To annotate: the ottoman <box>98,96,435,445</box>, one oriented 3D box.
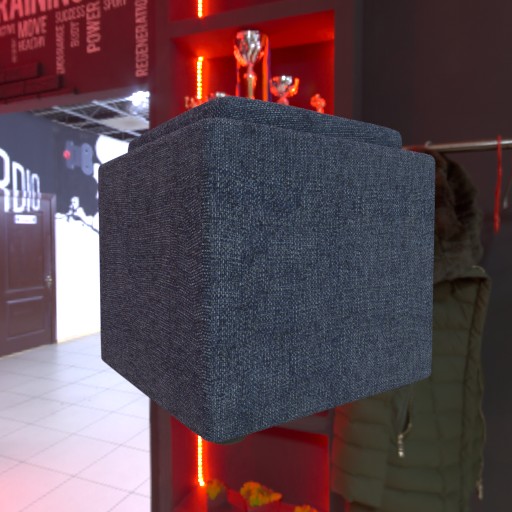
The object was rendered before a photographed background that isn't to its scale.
[{"bbox_3d":[0.000,0.000,0.817,0.450,0.460,0.450,-2,3,-35],"label":"ottoman"}]
